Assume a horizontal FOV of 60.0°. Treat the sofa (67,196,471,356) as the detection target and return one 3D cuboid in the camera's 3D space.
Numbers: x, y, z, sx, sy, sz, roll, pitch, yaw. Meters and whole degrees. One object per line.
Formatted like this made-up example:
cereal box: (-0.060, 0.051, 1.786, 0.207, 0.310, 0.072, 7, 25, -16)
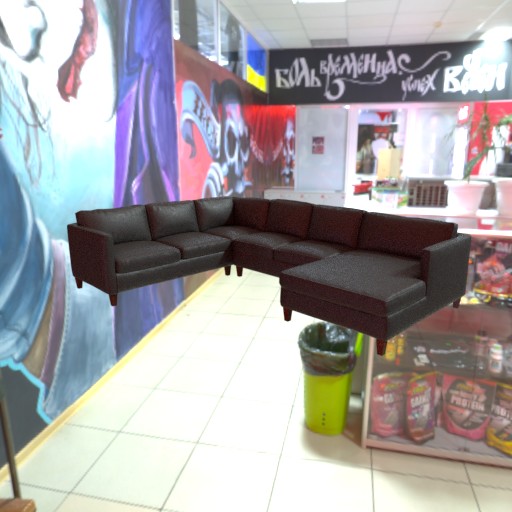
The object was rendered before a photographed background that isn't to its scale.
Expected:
sofa: (0.000, 0.000, 4.672, 2.593, 0.923, 3.460, -14, 19, -43)
